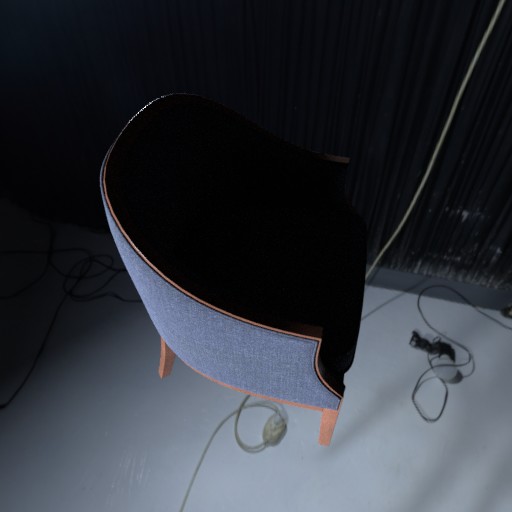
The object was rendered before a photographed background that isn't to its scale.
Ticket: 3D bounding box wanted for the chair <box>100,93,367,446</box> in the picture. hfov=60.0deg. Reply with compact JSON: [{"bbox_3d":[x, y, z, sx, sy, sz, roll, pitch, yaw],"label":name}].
[{"bbox_3d":[0.000,0.000,1.458,0.735,0.876,0.803,10,47,9],"label":"chair"}]
